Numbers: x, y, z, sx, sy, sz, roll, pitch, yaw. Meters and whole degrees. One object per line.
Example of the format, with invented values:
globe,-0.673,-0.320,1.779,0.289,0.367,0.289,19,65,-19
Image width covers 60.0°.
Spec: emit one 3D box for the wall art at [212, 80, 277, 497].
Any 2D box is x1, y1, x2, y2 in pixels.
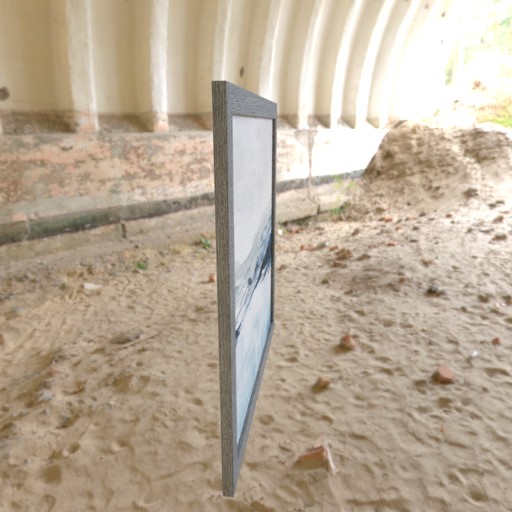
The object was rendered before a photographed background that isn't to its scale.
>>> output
wall art,0.000,0.000,1.008,0.020,0.685,0.685,2,17,8
